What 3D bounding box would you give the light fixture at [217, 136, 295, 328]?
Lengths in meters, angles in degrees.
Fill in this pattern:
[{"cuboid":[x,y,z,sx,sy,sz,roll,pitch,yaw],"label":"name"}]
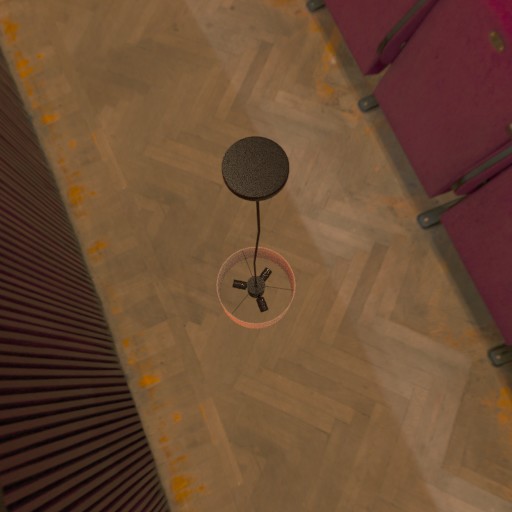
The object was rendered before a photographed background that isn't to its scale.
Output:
[{"cuboid":[0.000,0.000,1.716,0.399,1.516,0.399,0,75,0],"label":"light fixture"}]
